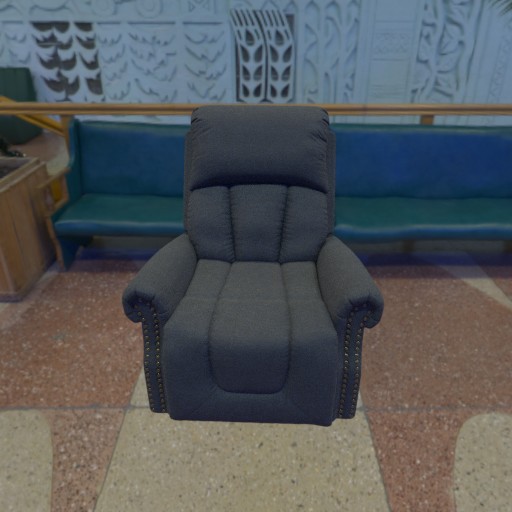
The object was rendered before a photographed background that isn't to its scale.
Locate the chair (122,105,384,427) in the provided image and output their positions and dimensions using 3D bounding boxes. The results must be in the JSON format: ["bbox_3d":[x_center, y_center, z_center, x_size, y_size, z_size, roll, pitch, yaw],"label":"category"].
[{"bbox_3d":[0.000,0.000,1.782,0.871,1.031,0.979,1,28,2],"label":"chair"}]
